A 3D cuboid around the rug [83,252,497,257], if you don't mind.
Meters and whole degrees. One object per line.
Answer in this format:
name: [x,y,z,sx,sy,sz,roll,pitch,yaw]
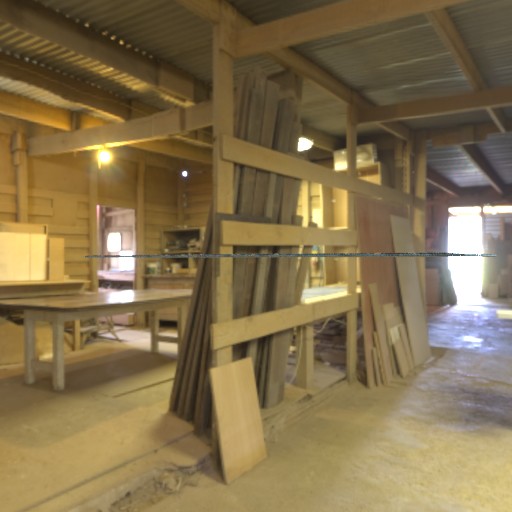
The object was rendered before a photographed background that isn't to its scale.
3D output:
rug: [0.000,0.000,2.475,2.292,0.014,0.685,0,0,37]
